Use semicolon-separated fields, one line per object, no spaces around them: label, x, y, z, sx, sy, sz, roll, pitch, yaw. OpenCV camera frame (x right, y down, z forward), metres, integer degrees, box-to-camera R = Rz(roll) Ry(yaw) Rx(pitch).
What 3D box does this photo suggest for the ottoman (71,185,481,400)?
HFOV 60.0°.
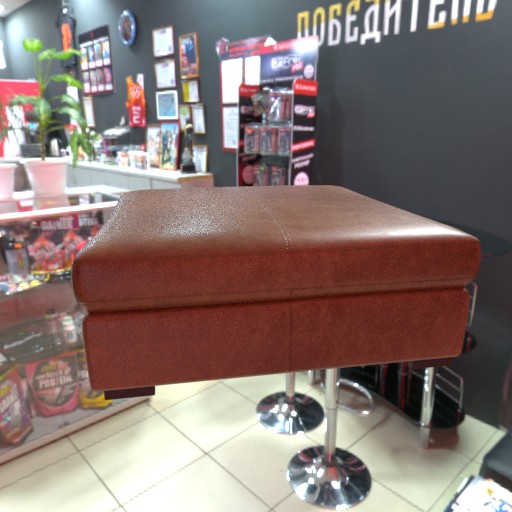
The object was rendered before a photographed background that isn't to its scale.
ottoman;0.000;0.000;1.803;1.168;0.483;1.169;-3;17;-10
